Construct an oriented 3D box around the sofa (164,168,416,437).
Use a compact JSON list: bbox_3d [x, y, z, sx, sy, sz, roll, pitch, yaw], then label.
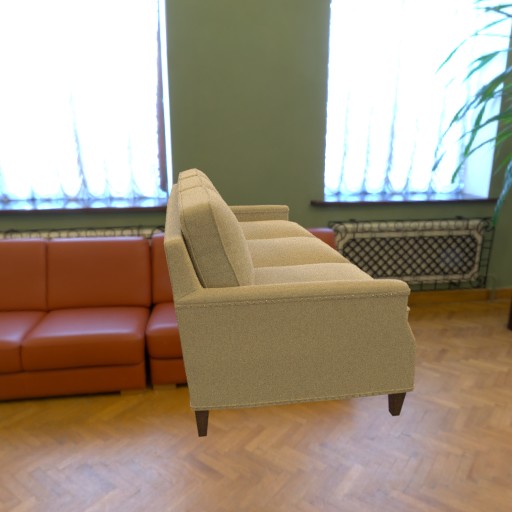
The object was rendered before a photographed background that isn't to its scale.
[{"bbox_3d":[0.000,0.000,2.852,1.084,1.003,2.246,-2,15,-9],"label":"sofa"}]
